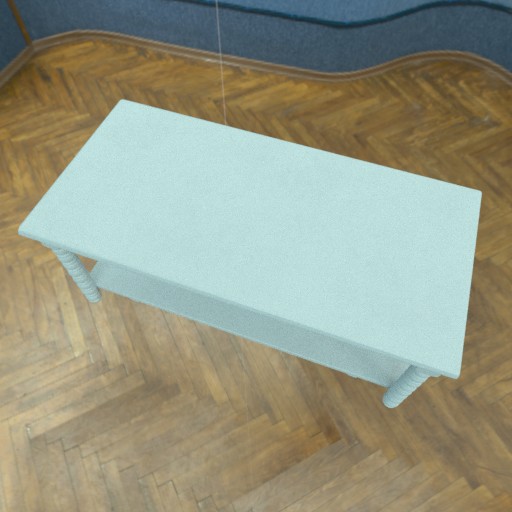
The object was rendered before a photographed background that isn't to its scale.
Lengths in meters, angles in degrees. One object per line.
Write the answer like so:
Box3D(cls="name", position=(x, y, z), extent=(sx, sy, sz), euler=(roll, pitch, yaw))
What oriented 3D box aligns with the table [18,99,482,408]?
Box3D(cls="table", position=(0.000, 0.000, 1.434), extent=(1.171, 0.487, 0.580), euler=(17, 60, 10))
